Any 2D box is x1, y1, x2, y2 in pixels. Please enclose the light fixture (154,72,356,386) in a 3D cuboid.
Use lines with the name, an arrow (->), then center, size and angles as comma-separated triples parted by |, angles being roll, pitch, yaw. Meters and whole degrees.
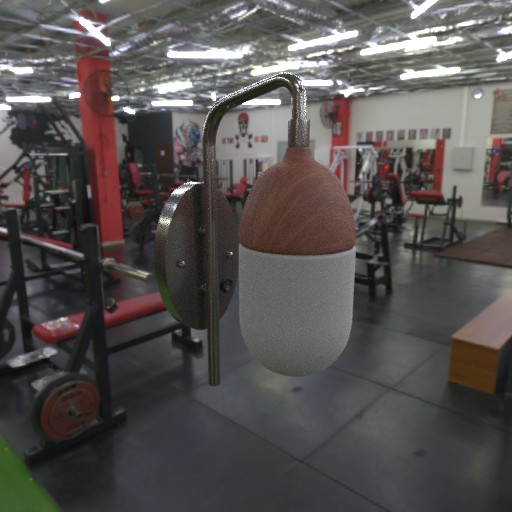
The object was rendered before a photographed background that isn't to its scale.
light fixture -> 0.000, 0.000, 0.453 | 0.108, 0.343, 0.216 | -12, 18, -43
